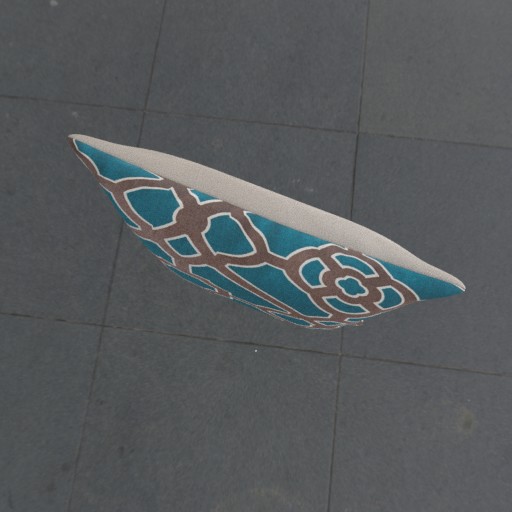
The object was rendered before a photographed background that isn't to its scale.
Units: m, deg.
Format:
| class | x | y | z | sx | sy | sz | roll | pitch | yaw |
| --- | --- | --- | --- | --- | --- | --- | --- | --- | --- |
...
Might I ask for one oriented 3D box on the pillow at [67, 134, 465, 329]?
| class | x | y | z | sx | sy | sz | roll | pitch | yaw |
| --- | --- | --- | --- | --- | --- | --- | --- | --- | --- |
| pillow | 0.000 | 0.000 | 0.784 | 0.526 | 0.507 | 0.166 | 21 | 79 | 4 |
